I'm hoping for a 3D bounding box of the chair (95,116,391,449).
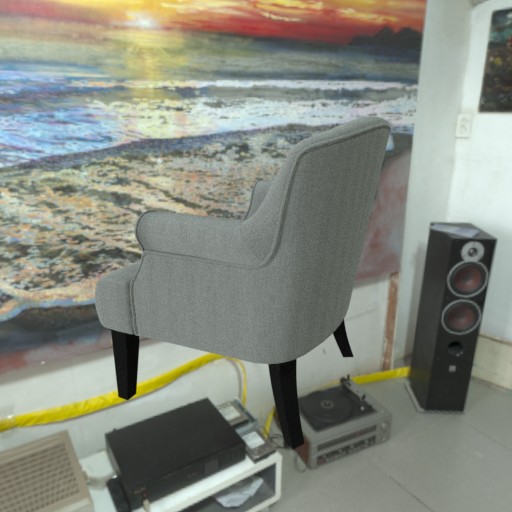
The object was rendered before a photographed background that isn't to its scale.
[{"bbox_3d":[0.000,0.000,1.460,0.755,0.880,0.772,9,20,25],"label":"chair"}]
